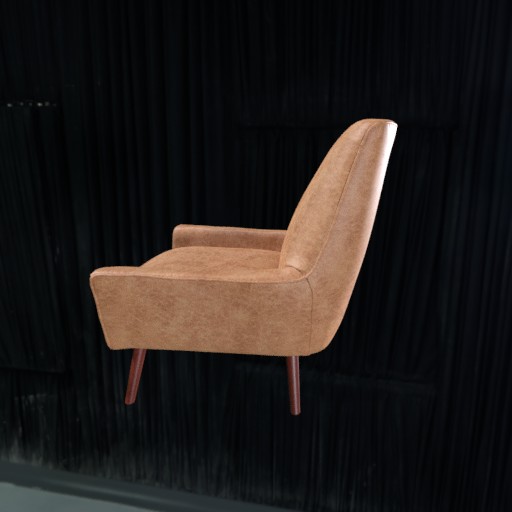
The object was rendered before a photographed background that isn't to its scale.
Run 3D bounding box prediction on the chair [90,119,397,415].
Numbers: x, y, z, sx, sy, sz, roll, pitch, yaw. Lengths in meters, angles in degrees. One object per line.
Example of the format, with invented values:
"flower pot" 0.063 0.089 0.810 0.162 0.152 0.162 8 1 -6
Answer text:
"chair" 0.000 0.000 1.517 0.851 0.883 0.753 2 15 9
